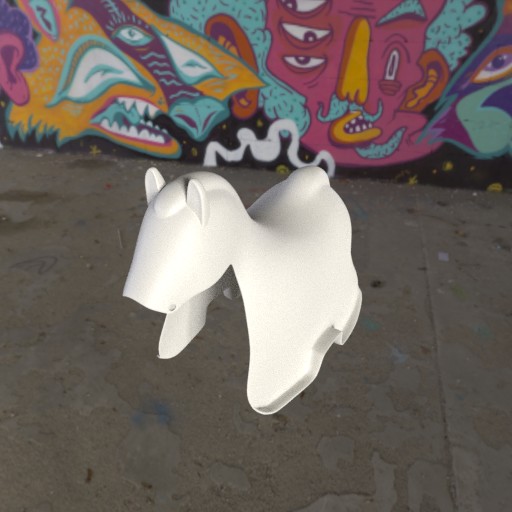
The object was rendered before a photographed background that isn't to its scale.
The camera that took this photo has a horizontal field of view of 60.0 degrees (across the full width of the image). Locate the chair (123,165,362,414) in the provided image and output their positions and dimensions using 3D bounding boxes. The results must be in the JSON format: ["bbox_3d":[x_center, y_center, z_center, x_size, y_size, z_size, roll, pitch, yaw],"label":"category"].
[{"bbox_3d":[0.000,0.000,1.137,0.429,0.612,0.800,19,36,29],"label":"chair"}]
